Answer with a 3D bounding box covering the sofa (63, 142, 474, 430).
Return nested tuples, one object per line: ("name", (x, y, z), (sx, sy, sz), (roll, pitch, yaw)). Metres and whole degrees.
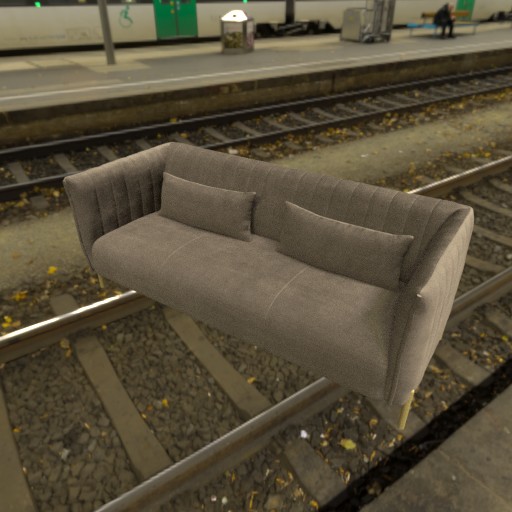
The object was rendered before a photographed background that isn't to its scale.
("sofa", (0.000, 0.000, 2.401), (1.980, 0.780, 0.876), (19, 36, 28))
